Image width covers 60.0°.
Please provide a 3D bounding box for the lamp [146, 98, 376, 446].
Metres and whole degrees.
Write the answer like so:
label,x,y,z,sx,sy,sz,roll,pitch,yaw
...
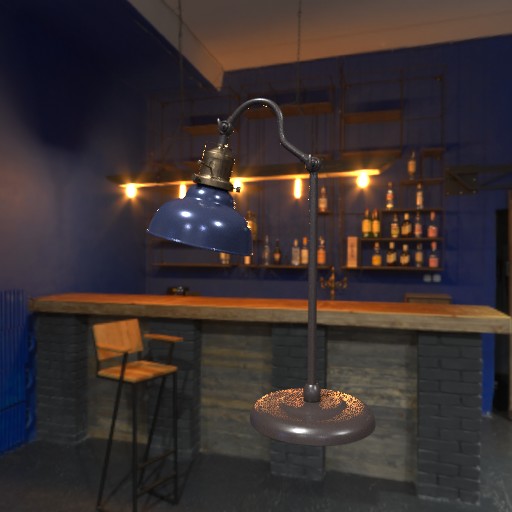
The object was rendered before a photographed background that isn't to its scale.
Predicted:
label,x,y,z,sx,sy,sz,roll,pitch,yaw
lamp,0.000,0.000,0.717,0.374,0.508,0.192,0,0,18
